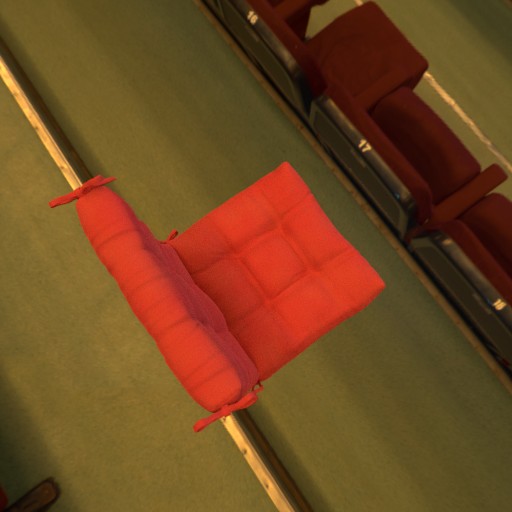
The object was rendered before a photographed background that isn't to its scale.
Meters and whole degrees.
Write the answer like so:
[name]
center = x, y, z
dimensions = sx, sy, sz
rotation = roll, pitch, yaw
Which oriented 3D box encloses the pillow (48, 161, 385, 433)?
[pillow]
center = 0.000, 0.000, 1.037
dimensions = 0.571, 0.605, 0.519
rotation = -35, 78, -9
